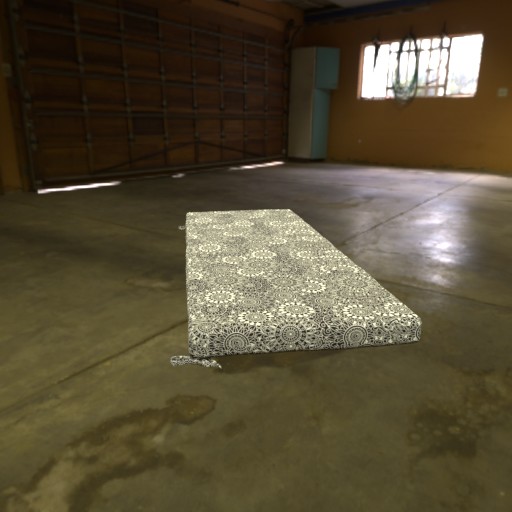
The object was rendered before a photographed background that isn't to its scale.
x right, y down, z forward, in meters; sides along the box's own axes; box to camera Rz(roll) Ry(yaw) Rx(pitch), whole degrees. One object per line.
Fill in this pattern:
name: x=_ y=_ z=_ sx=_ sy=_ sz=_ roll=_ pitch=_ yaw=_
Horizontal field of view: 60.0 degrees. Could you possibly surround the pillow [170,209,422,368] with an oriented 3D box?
pillow: x=0.000 y=0.000 z=1.372 sx=0.492 sy=0.081 sz=1.187 roll=-3 pitch=17 yaw=-8
